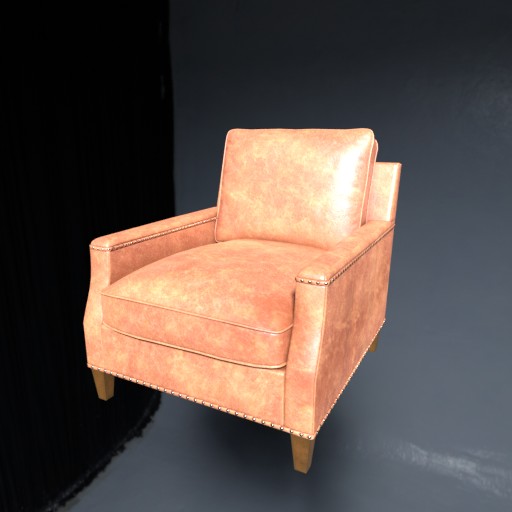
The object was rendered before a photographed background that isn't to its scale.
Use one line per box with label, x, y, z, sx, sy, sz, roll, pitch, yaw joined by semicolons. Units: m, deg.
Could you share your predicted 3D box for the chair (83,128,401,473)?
chair;0.000;0.000;1.687;0.853;0.943;1.014;8;17;27
